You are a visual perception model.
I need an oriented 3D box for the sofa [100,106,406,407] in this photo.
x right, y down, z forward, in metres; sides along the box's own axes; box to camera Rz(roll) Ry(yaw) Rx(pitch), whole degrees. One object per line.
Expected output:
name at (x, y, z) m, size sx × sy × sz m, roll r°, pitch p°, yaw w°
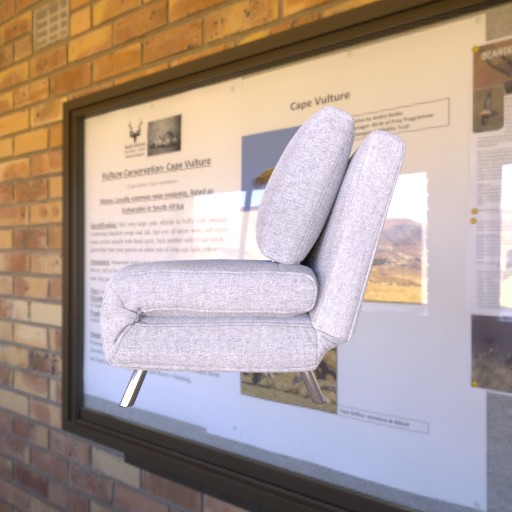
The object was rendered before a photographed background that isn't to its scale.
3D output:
sofa at (0.000, 0.000, 1.884) m, size 0.910 × 0.910 × 1.220 m, roll 0°, pitch 0°, yaw 2°
